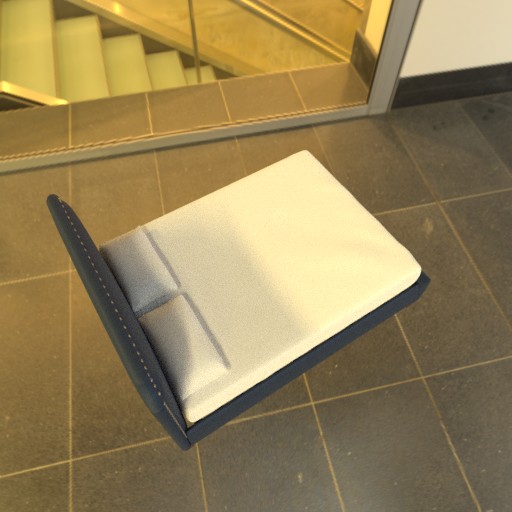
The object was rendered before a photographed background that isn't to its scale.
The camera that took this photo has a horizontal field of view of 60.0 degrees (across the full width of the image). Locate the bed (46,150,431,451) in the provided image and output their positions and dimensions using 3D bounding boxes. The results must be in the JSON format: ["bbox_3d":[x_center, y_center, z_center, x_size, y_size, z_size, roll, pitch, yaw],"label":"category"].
[{"bbox_3d":[0.000,0.000,3.462,2.372,1.443,1.712,-28,62,-17],"label":"bed"}]
